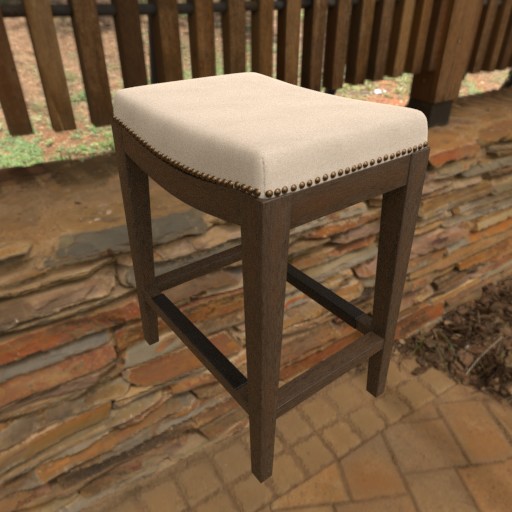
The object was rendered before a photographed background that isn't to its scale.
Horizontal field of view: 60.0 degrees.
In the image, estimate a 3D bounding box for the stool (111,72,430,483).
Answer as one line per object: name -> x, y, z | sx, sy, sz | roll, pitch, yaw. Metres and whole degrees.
stool -> 0.000, 0.000, 0.931 | 0.361, 0.642, 0.500 | -22, 38, -31
